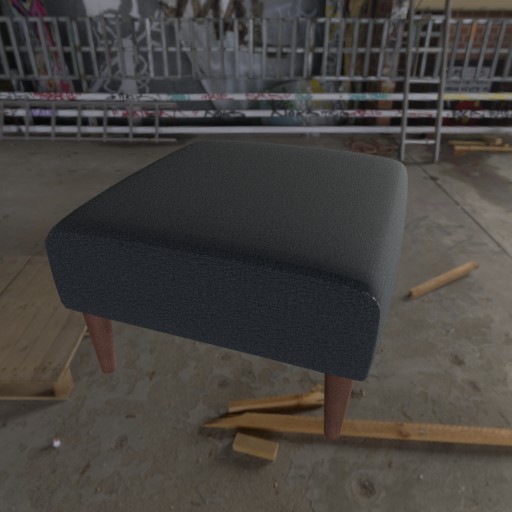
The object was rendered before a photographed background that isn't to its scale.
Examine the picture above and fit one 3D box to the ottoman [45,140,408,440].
[{"bbox_3d":[0.000,0.000,1.067,0.649,0.398,0.650,10,32,17],"label":"ottoman"}]
